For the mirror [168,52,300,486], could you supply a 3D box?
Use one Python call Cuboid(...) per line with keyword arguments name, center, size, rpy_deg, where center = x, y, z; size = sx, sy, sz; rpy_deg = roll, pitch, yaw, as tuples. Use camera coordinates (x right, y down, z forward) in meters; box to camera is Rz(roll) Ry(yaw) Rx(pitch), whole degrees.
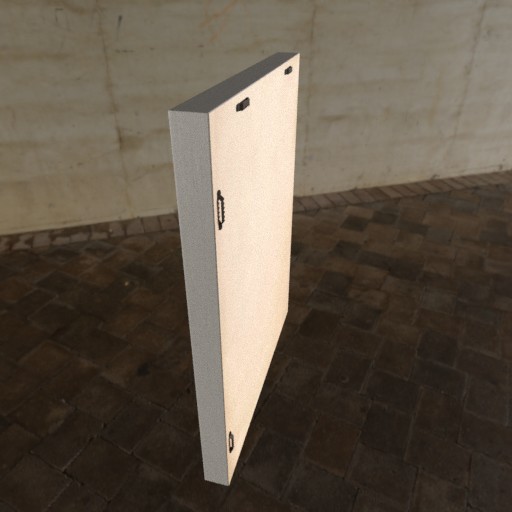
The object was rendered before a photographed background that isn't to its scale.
Cuboid(name="mirror", center=(0.000, 0.000, 0.657), size=(0.041, 0.508, 0.405), rpy_deg=(8, 32, 13))
